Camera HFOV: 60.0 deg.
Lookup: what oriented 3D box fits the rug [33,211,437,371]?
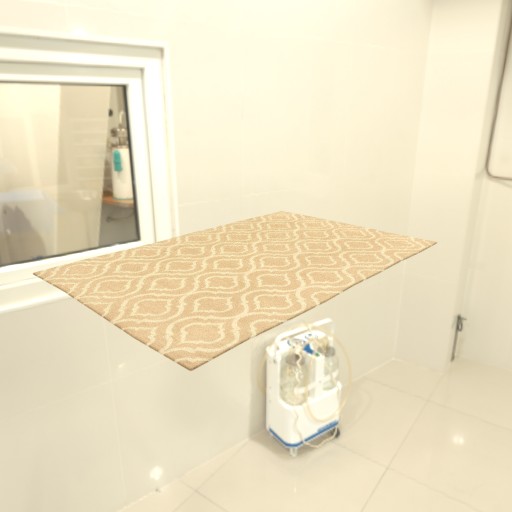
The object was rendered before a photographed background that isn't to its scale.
[{"bbox_3d":[0.000,0.000,2.243,1.152,0.013,1.761,17,25,41],"label":"rug"}]
